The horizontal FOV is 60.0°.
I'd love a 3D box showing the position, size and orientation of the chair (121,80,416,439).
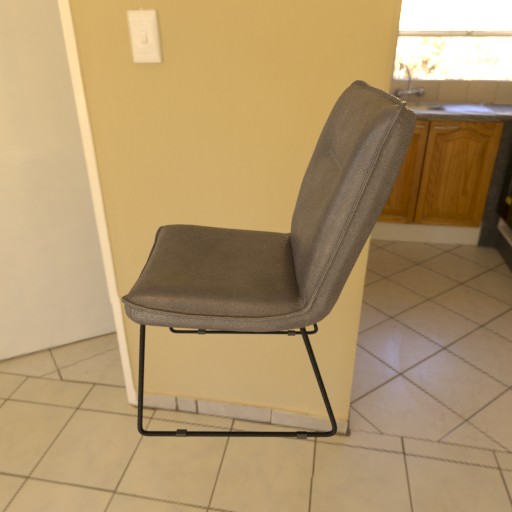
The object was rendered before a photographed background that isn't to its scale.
[{"bbox_3d":[0.000,0.000,1.309,0.688,0.932,0.515,0,26,1],"label":"chair"}]
